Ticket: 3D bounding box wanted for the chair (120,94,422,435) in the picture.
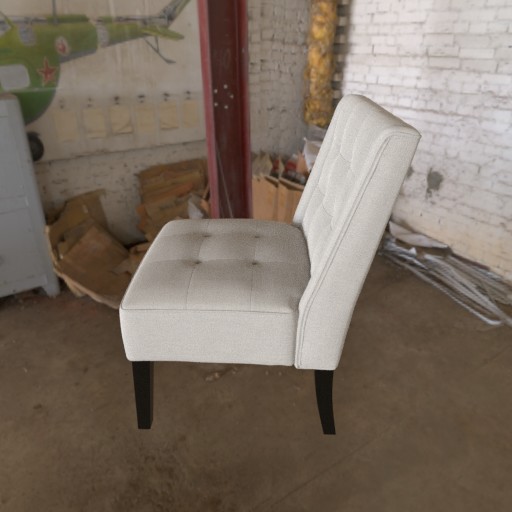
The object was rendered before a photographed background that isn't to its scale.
[{"bbox_3d":[0.000,0.000,1.303,0.676,0.853,0.569,1,27,2],"label":"chair"}]
